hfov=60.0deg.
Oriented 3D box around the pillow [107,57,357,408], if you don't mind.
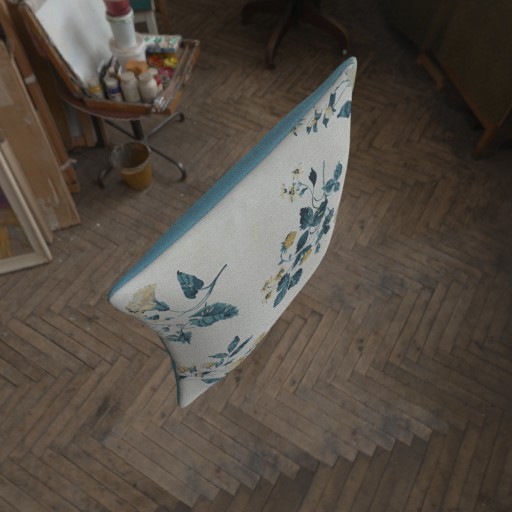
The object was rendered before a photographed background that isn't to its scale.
[{"bbox_3d":[0.000,0.000,0.800,0.166,0.507,0.526,33,65,18],"label":"pillow"}]
